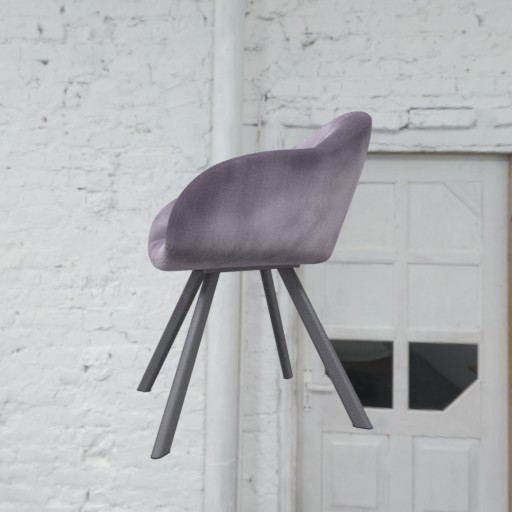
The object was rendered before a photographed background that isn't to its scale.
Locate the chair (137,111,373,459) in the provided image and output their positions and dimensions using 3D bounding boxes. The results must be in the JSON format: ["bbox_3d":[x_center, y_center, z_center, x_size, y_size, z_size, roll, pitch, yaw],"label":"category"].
[{"bbox_3d":[0.000,0.000,1.187,0.590,0.795,0.550,0,0,-18],"label":"chair"}]
